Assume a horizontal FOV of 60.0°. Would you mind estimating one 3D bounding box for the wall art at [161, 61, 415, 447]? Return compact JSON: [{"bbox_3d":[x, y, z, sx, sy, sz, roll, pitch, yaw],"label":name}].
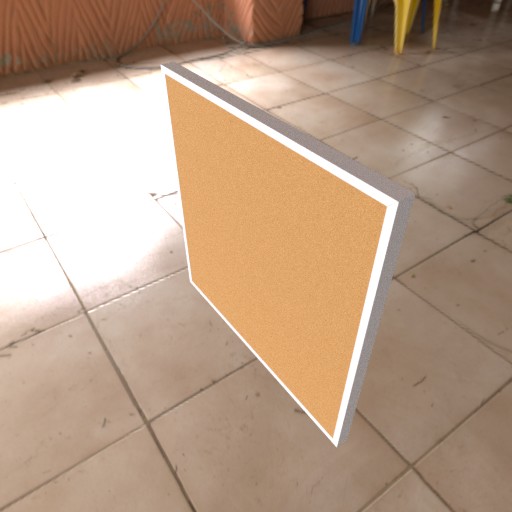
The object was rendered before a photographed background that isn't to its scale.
[{"bbox_3d":[0.000,0.000,1.140,0.038,0.762,0.762,-26,47,-26],"label":"wall art"}]
